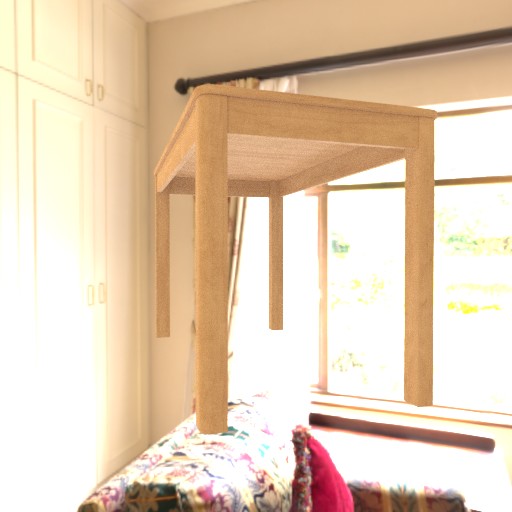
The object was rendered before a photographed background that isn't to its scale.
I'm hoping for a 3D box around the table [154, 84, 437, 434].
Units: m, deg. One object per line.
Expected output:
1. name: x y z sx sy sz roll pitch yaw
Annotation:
1. table: 0.000 0.000 1.902 0.750 0.900 1.400 0 1 -18
